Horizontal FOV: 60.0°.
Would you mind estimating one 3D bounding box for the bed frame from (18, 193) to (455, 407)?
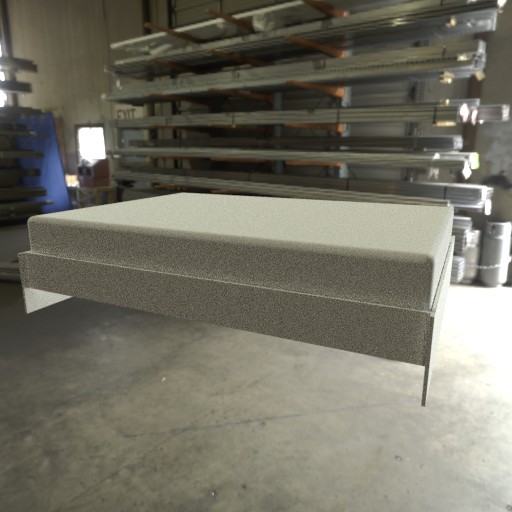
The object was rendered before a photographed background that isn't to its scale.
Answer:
[{"bbox_3d":[0.000,0.000,2.449,1.945,0.497,1.445,7,15,25],"label":"bed frame"}]
